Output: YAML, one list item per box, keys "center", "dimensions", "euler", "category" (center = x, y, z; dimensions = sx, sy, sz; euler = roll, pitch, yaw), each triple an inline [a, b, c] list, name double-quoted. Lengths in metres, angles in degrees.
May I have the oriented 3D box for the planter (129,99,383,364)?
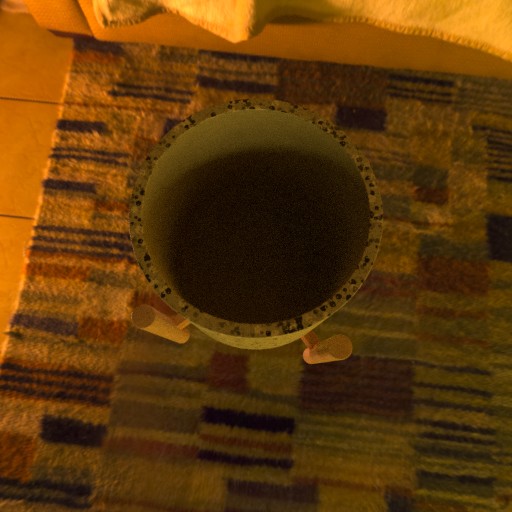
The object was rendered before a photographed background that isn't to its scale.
- center: [0.000, 0.000, 0.543]
  dimensions: [0.284, 0.320, 0.284]
  euler: [-13, 76, -3]
  category: "planter"
